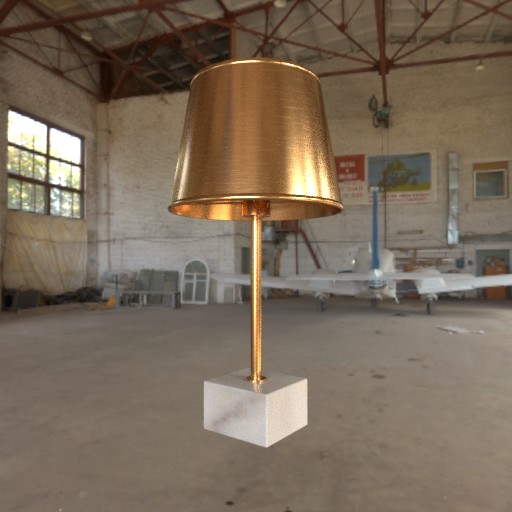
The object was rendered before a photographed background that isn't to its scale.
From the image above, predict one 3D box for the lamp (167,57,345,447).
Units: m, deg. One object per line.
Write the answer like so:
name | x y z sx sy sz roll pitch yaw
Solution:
lamp | 0.000 0.000 0.530 0.208 0.406 0.208 0 -1 0
